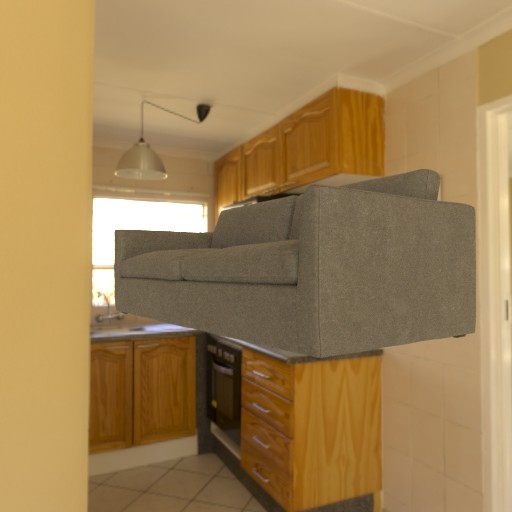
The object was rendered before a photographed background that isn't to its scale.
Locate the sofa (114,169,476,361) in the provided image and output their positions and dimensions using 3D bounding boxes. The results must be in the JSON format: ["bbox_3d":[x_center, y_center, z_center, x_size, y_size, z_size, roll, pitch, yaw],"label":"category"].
[{"bbox_3d":[0.000,0.000,2.772,1.092,0.838,2.257,1,-2,-36],"label":"sofa"}]
